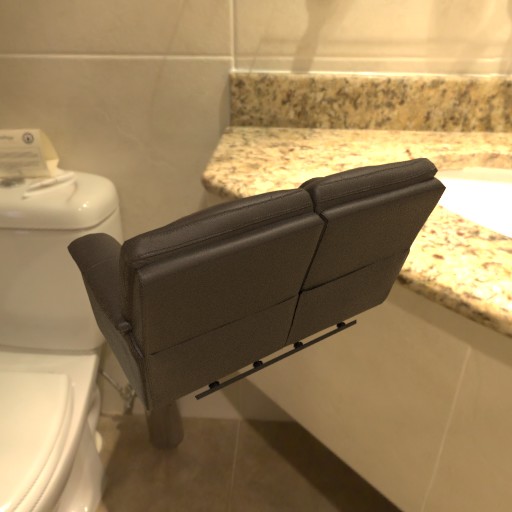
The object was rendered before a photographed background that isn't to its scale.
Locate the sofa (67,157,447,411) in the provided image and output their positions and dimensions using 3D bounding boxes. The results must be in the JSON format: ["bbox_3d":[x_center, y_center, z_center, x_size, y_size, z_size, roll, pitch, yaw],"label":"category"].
[{"bbox_3d":[0.000,0.000,2.447,1.765,1.111,1.104,-18,35,-28],"label":"sofa"}]
